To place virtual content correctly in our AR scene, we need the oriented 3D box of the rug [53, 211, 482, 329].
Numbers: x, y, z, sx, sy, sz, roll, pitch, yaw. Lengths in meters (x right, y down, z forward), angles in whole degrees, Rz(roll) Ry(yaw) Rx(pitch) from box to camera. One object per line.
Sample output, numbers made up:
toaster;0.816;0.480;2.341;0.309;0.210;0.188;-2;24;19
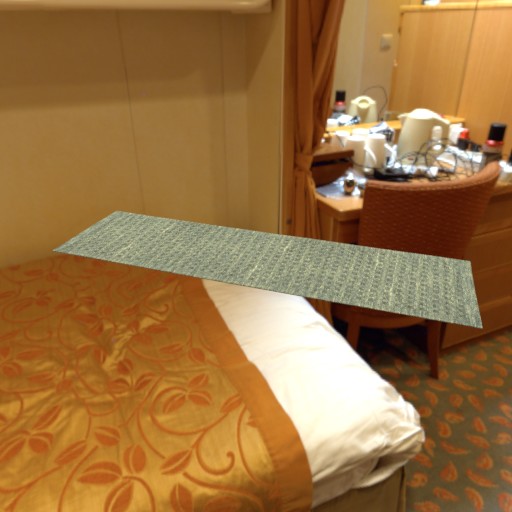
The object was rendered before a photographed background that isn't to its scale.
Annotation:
rug;0.000;0.000;2.681;2.443;0.008;0.688;9;29;17
